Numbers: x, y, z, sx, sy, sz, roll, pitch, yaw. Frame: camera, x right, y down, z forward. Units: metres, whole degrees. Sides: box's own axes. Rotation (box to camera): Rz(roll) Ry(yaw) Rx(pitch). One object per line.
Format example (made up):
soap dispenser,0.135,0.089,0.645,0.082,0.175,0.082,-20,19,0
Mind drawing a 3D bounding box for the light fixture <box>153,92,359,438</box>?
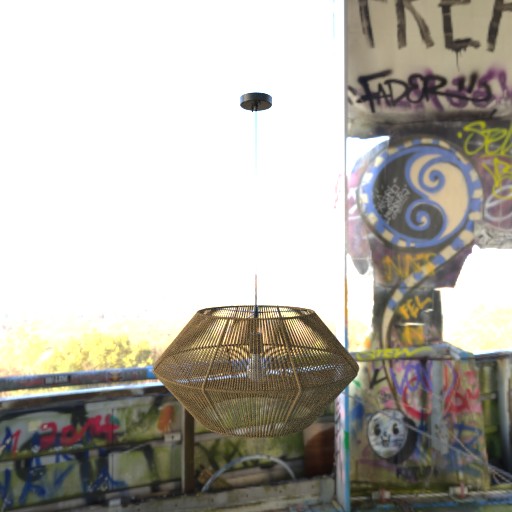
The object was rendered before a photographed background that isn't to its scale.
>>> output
light fixture,0.000,0.000,1.411,0.643,1.009,0.643,0,-1,0
